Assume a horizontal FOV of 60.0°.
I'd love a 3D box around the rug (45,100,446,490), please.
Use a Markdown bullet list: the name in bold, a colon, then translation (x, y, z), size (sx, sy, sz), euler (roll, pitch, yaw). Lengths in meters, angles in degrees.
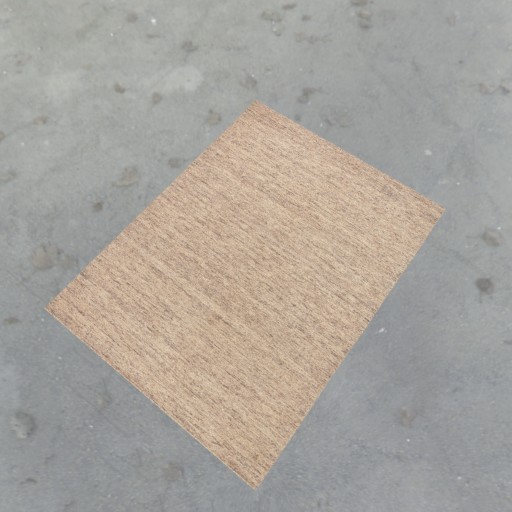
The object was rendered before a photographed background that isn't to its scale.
- **rug**: translation (0.000, 0.000, 4.301), size (2.448, 0.013, 3.205), euler (35, 69, 15)
